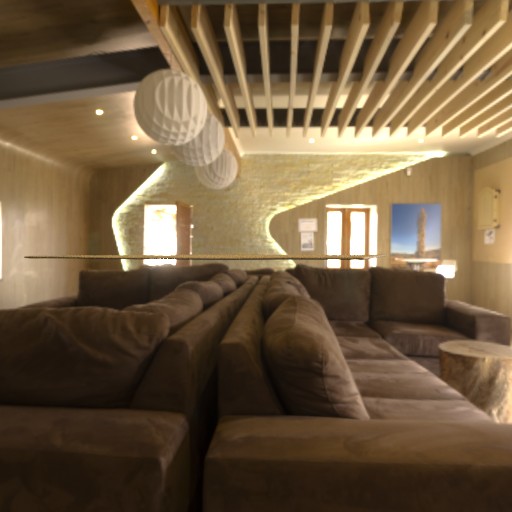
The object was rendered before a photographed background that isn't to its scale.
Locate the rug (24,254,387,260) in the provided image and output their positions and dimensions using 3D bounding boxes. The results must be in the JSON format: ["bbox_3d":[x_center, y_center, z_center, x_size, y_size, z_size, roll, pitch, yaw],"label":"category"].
[{"bbox_3d":[0.000,0.000,5.126,2.782,0.025,3.935,0,0,19],"label":"rug"}]
